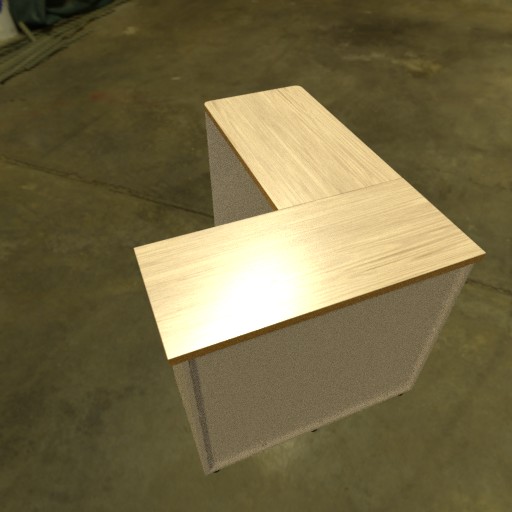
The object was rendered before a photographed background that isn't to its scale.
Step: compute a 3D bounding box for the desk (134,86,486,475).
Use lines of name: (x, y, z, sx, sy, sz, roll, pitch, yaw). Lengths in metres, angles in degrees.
desk: (0.000, 0.000, 1.757, 0.900, 0.760, 1.170, -16, 47, -16)
